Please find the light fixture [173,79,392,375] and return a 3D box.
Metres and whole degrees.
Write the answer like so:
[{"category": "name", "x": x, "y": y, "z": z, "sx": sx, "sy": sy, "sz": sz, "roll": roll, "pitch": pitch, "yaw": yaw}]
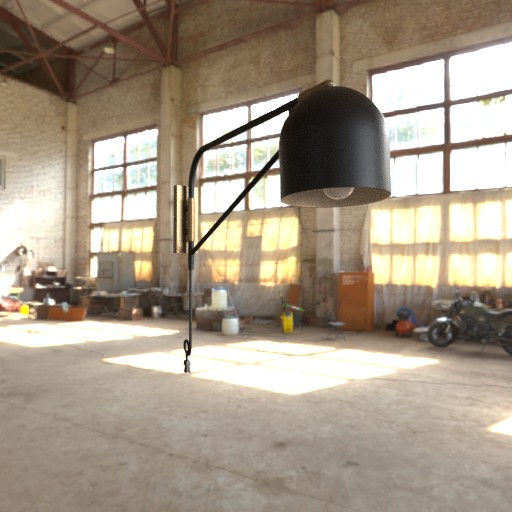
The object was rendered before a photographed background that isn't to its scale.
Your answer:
[{"category": "light fixture", "x": 0.000, "y": 0.000, "z": 1.067, "sx": 0.215, "sy": 0.696, "sz": 0.720, "roll": 1, "pitch": -2, "yaw": -37}]
